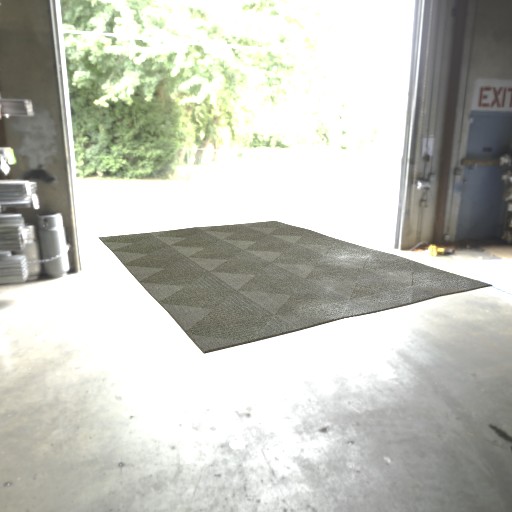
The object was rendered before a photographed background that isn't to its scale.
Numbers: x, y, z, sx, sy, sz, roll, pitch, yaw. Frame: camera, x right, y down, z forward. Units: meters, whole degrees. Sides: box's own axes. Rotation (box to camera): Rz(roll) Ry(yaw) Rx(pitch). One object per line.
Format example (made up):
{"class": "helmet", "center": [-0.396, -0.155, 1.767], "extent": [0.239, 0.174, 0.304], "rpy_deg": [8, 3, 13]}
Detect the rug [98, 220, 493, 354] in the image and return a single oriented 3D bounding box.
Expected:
{"class": "rug", "center": [0.000, 0.000, 4.336], "extent": [2.428, 0.027, 3.333], "rpy_deg": [-8, 16, -27]}
